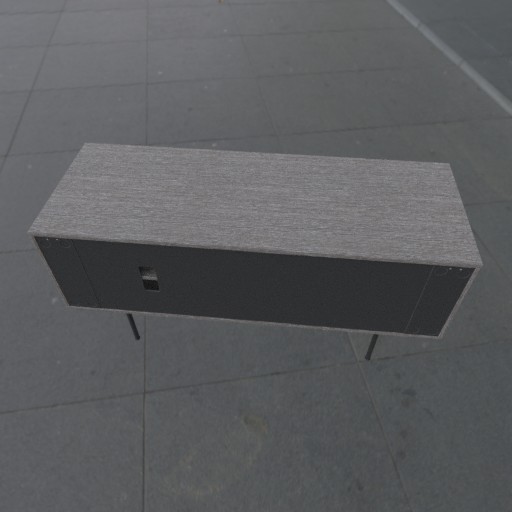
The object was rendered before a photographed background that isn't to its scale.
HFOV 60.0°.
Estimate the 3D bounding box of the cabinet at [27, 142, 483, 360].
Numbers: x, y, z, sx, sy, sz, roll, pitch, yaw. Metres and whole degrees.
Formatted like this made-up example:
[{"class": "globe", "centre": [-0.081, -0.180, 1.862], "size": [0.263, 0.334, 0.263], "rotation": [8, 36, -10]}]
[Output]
[{"class": "cabinet", "centre": [0.000, 0.000, 1.645], "size": [1.300, 0.599, 0.500], "rotation": [4, 47, 4]}]
